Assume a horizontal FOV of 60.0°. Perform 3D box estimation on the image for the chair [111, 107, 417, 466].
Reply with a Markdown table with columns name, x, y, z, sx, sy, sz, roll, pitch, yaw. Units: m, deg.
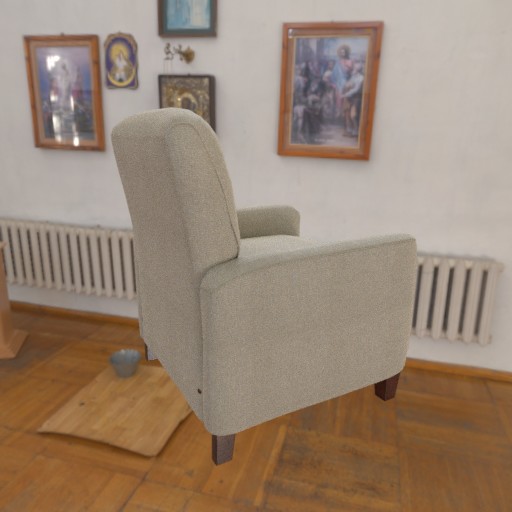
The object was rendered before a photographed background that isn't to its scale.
| name | x | y | z | sx | sy | sz | roll | pitch | yaw |
| --- | --- | --- | --- | --- | --- | --- | --- | --- | --- |
| chair | 0.000 | 0.000 | 1.635 | 0.853 | 1.006 | 0.850 | -8 | 17 | -28 |
